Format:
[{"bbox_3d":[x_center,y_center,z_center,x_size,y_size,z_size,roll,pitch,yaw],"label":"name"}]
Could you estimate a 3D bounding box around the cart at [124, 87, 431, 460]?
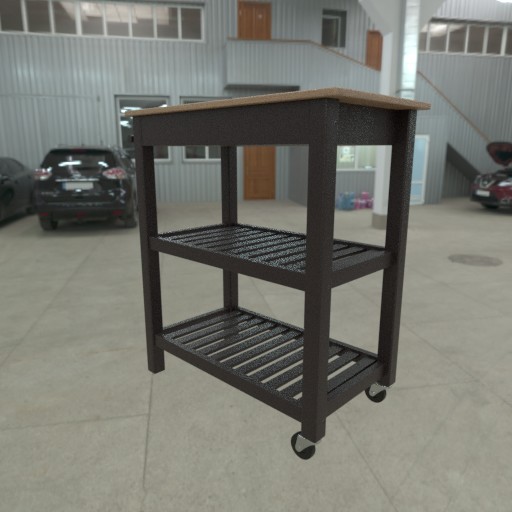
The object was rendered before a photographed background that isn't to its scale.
[{"bbox_3d":[0.000,0.000,1.461,0.899,0.927,0.457,13,18,43],"label":"cart"}]
